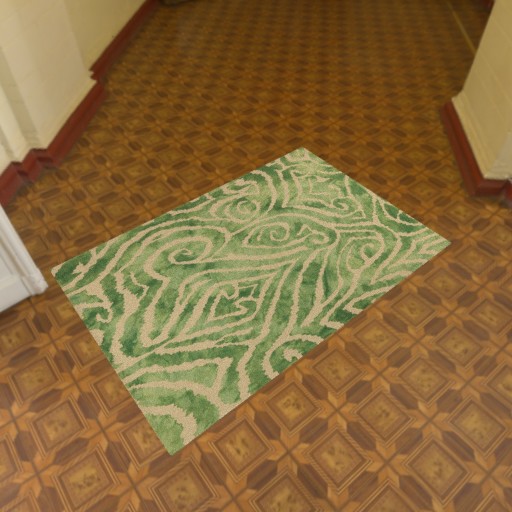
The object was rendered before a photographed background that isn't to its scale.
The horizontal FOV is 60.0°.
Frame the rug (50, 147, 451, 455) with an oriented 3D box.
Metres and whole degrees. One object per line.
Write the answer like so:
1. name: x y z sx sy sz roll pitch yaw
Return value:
1. rug: 0.000 0.000 2.416 1.826 0.006 1.220 -31 54 -25
